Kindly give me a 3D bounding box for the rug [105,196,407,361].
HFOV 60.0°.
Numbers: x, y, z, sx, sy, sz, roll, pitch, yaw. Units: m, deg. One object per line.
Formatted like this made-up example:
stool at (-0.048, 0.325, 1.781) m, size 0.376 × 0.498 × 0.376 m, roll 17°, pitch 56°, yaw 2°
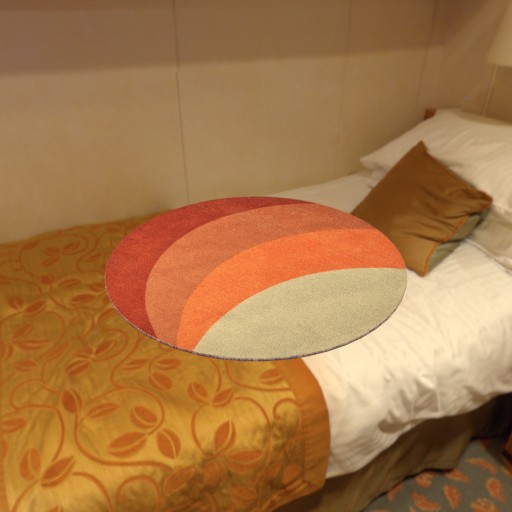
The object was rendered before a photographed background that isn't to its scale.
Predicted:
rug at (0.000, 0.000, 2.311) m, size 1.514 × 0.015 × 1.514 m, roll 0°, pitch 31°, yaw 0°
